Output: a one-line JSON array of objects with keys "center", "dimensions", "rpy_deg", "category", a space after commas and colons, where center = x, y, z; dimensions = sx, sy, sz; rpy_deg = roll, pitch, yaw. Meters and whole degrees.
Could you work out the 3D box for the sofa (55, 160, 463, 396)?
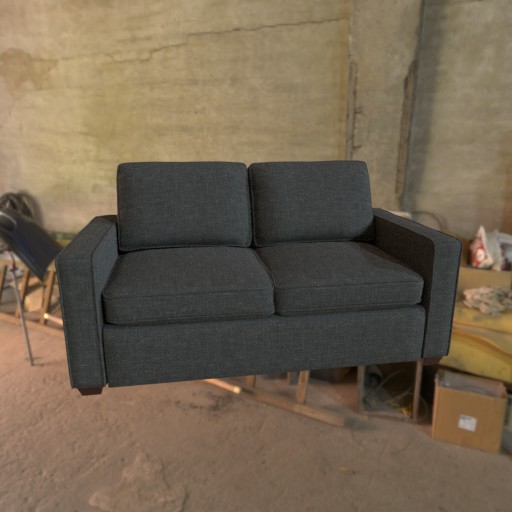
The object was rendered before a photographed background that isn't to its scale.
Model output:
[{"center": [0.000, 0.000, 2.260], "dimensions": [1.709, 0.918, 0.947], "rpy_deg": [-3, 16, -9], "category": "sofa"}]
